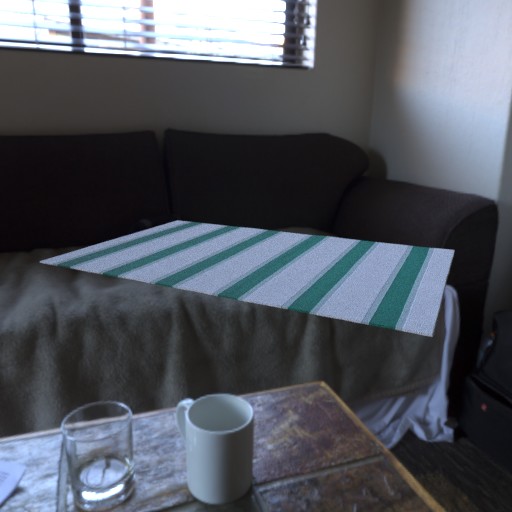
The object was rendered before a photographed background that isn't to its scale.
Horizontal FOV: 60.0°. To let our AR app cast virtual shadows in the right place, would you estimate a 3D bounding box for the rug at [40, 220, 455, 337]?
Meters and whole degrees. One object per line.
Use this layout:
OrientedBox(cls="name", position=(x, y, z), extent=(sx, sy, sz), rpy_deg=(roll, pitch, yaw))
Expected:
OrientedBox(cls="rug", position=(0.000, 0.000, 3.052), extent=(2.436, 0.015, 1.521), rpy_deg=(8, 18, 25))
